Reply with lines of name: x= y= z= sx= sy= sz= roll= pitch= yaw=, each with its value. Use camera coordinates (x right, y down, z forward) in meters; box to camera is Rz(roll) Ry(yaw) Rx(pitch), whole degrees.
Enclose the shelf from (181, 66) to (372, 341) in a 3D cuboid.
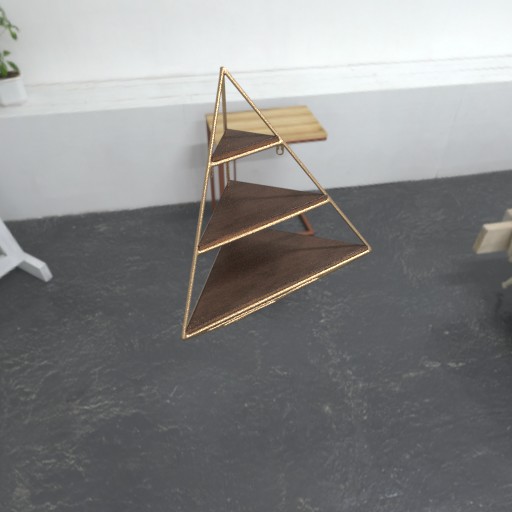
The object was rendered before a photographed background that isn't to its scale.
shelf: x=0.000 y=0.000 z=1.195 sx=0.564 sy=0.913 sz=0.294 roll=-23 pitch=49 yaw=-21
